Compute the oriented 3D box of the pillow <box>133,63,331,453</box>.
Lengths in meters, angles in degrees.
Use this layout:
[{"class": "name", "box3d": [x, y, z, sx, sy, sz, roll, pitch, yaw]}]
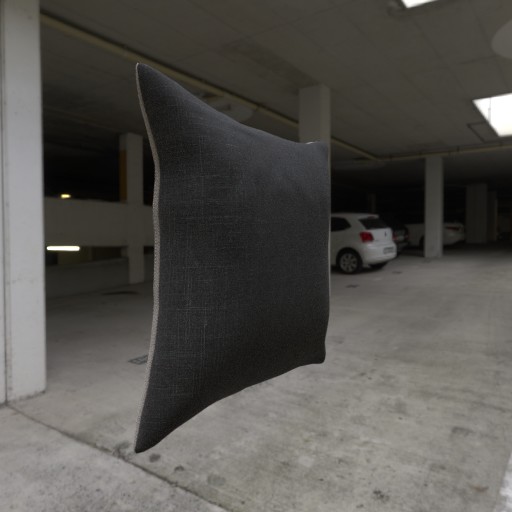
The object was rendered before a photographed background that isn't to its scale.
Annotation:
[{"class": "pillow", "box3d": [0.000, 0.000, 0.689, 0.138, 0.444, 0.468, 1, 2, 36]}]
